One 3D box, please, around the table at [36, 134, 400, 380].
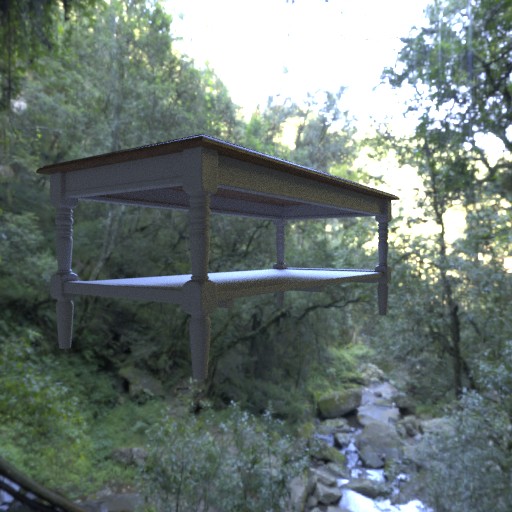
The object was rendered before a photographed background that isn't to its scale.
[{"bbox_3d":[0.000,0.000,1.406,0.559,0.458,1.118,1,1,35],"label":"table"}]
